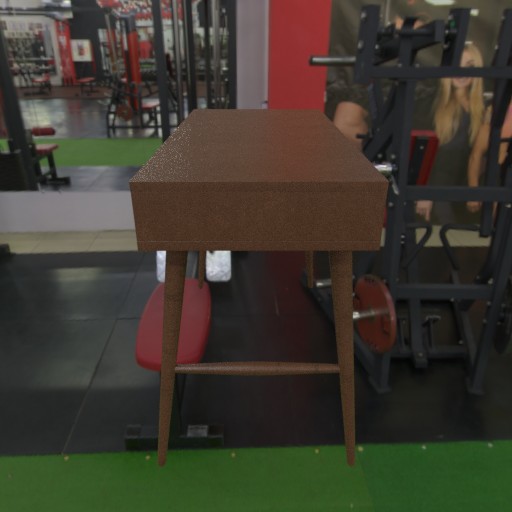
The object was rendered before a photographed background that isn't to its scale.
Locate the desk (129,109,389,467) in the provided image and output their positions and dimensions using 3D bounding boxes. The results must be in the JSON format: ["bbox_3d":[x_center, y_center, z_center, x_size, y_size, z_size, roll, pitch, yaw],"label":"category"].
[{"bbox_3d":[0.000,0.000,1.391,0.510,0.758,0.949,0,26,0],"label":"desk"}]
